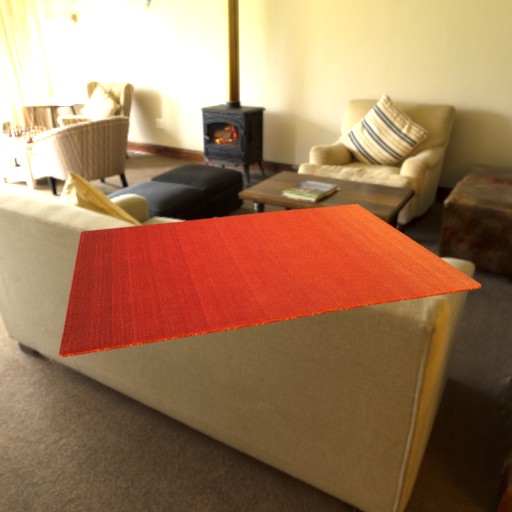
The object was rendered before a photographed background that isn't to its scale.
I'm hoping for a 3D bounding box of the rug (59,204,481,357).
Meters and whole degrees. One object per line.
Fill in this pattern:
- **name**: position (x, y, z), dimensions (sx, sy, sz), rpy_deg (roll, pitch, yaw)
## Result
- **rug**: position (0.000, 0.000, 2.356), dimensions (1.835, 0.018, 1.230), rpy_deg (-7, 26, -15)
